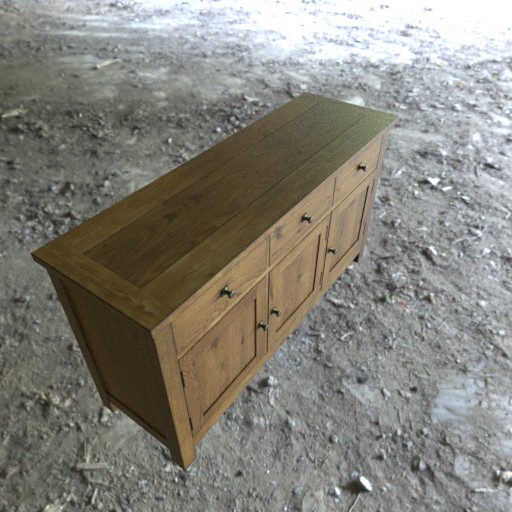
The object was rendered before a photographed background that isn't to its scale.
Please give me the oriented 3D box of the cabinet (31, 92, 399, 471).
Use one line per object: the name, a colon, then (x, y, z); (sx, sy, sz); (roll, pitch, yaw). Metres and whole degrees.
cabinet: (0.000, 0.000, 1.841); (0.480, 0.813, 1.474); (25, 47, 26)
